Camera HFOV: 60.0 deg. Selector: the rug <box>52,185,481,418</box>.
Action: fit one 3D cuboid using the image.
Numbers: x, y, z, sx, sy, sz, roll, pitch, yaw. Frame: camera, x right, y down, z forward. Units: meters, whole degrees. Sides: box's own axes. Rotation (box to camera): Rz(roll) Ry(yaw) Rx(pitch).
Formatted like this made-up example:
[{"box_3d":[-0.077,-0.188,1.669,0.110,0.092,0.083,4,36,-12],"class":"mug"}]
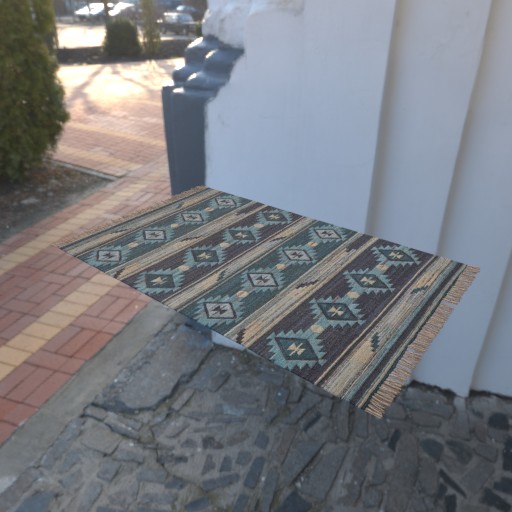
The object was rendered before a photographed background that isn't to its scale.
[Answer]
[{"box_3d":[0.000,0.000,2.316,1.936,0.028,1.181,21,35,33],"class":"rug"}]
